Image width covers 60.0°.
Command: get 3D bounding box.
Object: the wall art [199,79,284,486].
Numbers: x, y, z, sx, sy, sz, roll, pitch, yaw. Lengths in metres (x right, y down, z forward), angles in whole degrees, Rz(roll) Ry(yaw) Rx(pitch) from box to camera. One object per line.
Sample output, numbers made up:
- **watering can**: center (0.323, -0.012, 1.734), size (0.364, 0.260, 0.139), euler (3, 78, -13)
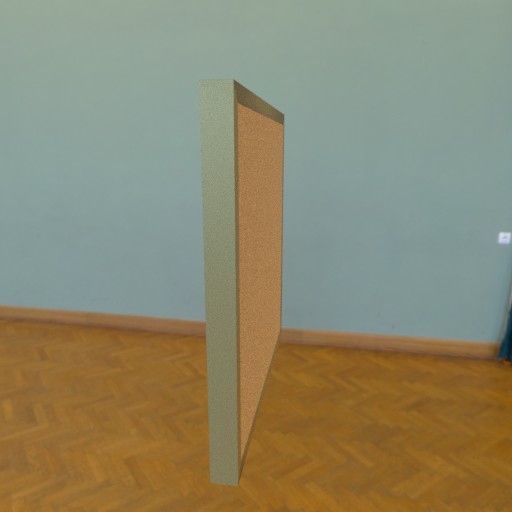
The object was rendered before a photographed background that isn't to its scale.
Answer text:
- **wall art**: center (0.000, 0.000, 0.776), size (0.038, 0.508, 0.507), euler (2, 14, 9)
